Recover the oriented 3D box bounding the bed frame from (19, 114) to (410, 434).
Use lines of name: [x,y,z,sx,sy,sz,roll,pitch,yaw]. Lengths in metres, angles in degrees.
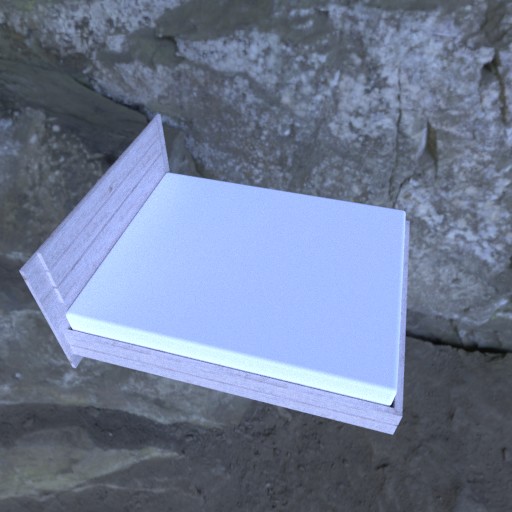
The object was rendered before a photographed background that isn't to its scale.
bed frame: [0.000,0.000,3.042,2.080,0.970,1.750,11,46,11]
